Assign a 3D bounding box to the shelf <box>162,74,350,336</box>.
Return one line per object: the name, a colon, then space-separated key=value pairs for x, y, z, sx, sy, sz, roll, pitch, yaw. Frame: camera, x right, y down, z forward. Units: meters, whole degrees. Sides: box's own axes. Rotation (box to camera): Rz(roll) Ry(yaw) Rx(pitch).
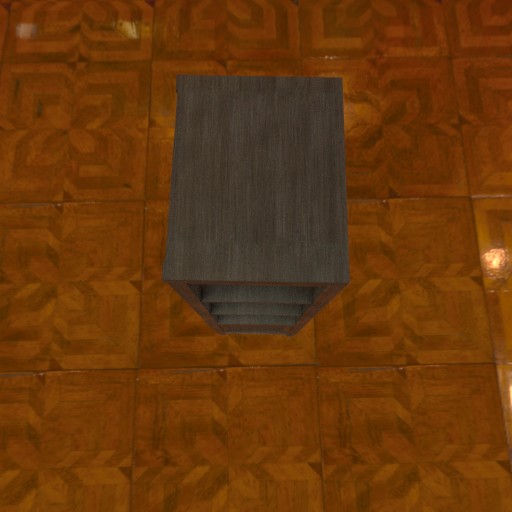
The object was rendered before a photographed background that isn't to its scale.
shelf: x=0.000 y=0.000 z=1.998 sx=0.472 sy=1.727 sz=0.584 roll=1 pitch=75 yaw=0
